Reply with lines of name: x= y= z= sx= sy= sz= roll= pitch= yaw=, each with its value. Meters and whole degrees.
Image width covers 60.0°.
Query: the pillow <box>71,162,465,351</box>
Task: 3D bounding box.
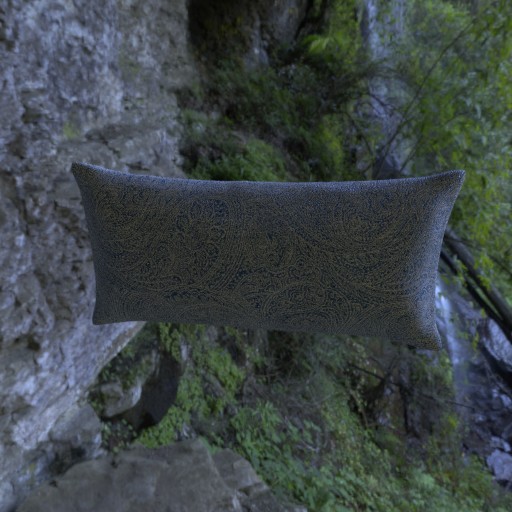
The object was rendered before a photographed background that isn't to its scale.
pillow: x=0.000 y=0.000 z=0.731 sx=0.615 sy=0.295 sz=0.151 roll=3 pitch=18 yaw=8
